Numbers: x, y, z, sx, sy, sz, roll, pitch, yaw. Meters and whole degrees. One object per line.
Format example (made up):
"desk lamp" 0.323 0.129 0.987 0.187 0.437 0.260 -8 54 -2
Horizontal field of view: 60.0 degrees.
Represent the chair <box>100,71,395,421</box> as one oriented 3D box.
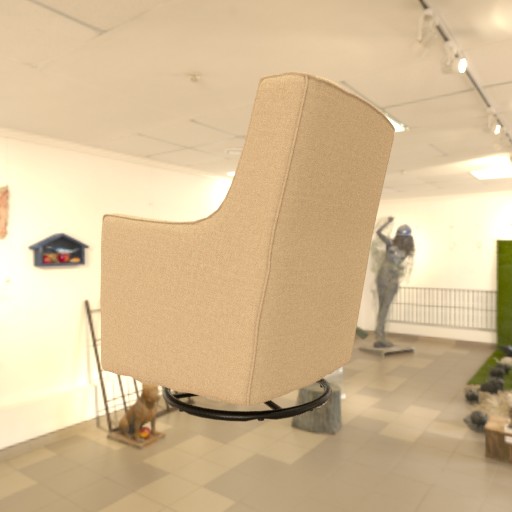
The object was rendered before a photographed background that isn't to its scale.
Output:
"chair" 0.000 0.000 1.602 0.879 0.993 0.732 0 1 36
